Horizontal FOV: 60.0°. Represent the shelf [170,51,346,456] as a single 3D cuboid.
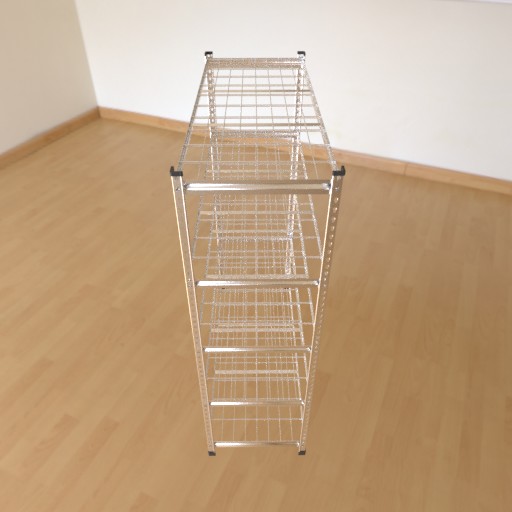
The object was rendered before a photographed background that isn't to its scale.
[{"bbox_3d":[0.000,0.000,2.738,0.610,1.981,1.524,0,39,0],"label":"shelf"}]
